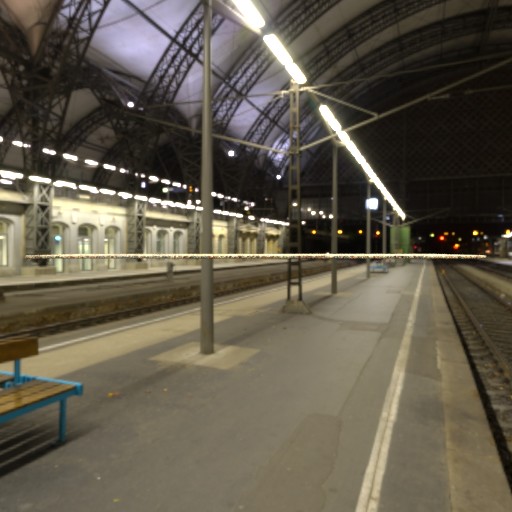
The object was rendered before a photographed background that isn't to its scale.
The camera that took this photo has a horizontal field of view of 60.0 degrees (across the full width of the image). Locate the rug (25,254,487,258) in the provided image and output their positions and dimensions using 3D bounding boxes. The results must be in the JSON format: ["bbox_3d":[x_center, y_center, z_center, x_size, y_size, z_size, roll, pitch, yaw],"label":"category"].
[{"bbox_3d":[0.000,0.000,2.533,2.292,0.015,0.688,0,1,0],"label":"rug"}]
